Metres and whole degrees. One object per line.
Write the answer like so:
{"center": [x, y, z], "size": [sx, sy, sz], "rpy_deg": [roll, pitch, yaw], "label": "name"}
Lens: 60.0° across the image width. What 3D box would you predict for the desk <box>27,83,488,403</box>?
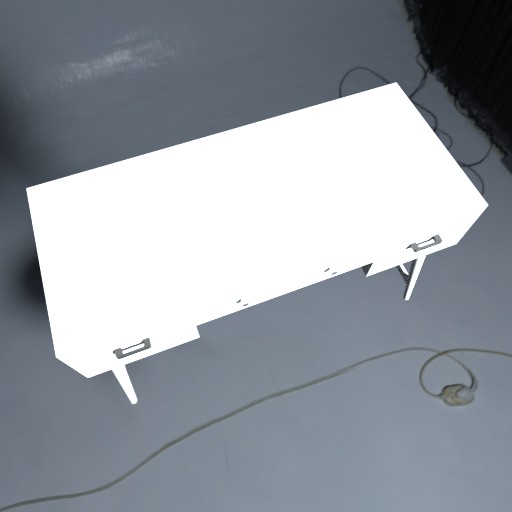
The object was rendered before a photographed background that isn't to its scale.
{"center": [0.000, 0.000, 1.707], "size": [1.313, 0.762, 0.589], "rpy_deg": [-19, 64, -10], "label": "desk"}
